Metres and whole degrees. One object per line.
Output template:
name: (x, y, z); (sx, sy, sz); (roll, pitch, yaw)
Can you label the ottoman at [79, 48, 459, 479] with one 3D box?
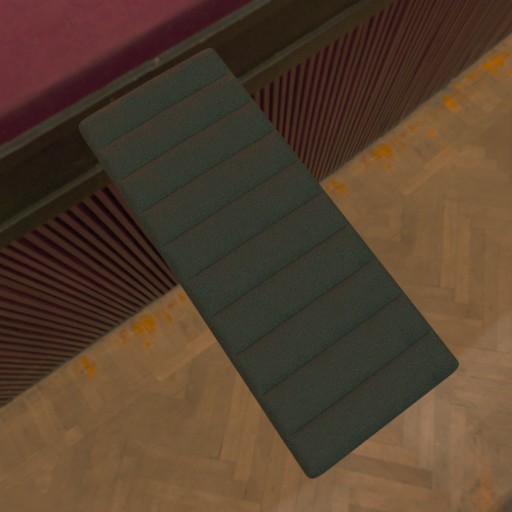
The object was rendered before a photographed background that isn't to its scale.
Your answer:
ottoman: (0.000, 0.000, 1.384); (0.482, 0.469, 1.151); (-34, 78, -8)
